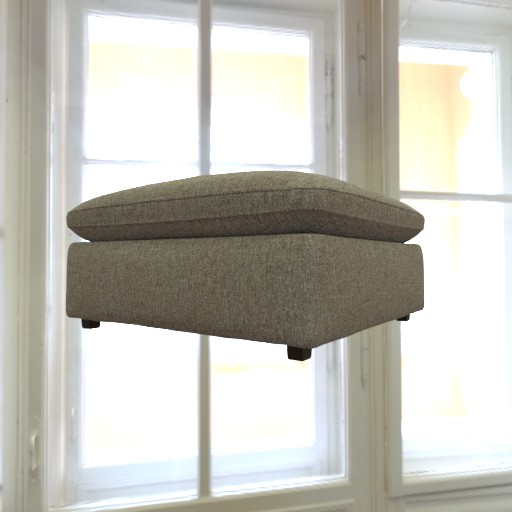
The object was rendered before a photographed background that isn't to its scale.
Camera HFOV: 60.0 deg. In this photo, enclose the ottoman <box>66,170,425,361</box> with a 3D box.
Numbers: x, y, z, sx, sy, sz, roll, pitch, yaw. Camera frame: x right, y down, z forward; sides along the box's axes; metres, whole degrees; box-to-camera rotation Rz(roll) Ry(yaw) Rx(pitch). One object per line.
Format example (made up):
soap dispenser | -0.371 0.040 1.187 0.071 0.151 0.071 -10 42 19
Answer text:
ottoman | 0.000 0.000 1.707 1.039 0.526 1.035 0 -1 35
